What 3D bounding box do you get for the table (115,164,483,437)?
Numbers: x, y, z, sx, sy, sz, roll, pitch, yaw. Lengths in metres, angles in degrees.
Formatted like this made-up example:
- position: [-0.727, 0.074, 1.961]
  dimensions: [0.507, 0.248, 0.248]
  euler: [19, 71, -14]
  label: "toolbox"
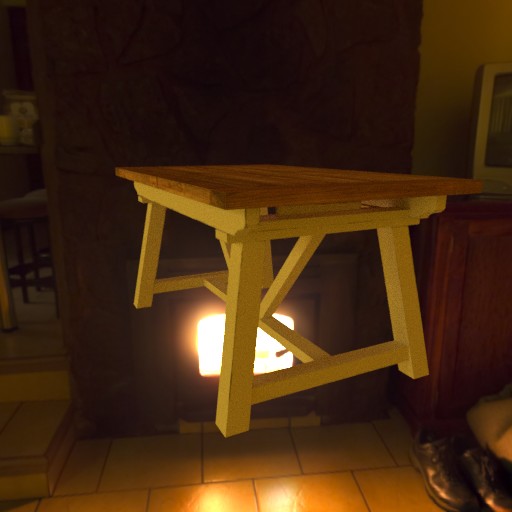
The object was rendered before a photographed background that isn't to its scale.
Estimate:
- position: [0.000, 0.000, 1.999]
  dimensions: [0.922, 0.743, 1.503]
  euler: [-7, 15, -26]
  label: "table"
